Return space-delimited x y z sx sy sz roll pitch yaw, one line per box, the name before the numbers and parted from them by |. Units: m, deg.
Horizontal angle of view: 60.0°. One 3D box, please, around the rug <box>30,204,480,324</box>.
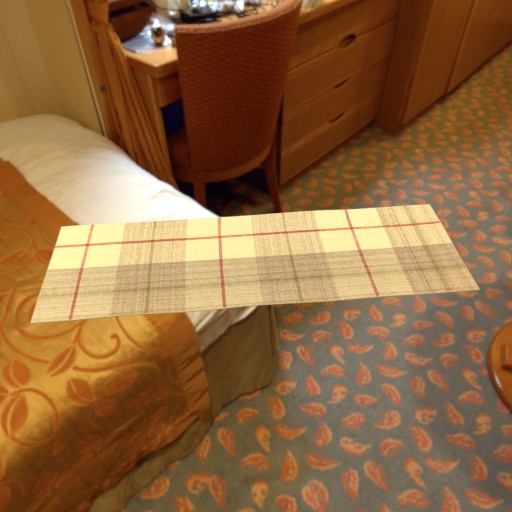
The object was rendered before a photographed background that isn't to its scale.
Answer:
rug | 0.000 0.000 2.659 2.439 0.013 0.762 -4 45 -4
